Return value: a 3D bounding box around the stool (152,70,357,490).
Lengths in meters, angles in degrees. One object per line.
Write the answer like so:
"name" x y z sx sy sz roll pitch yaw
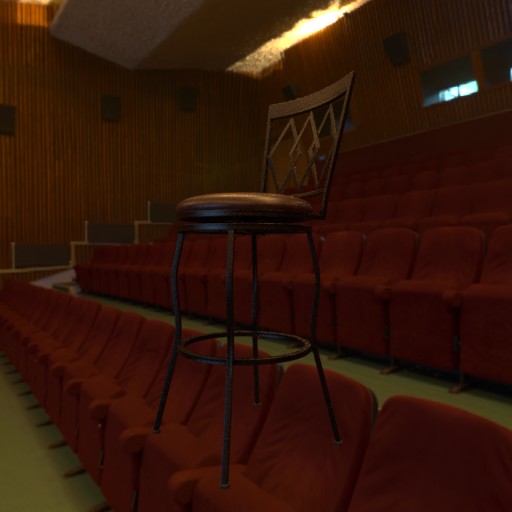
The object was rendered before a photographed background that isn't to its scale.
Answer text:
"stool" 0.000 0.000 1.397 0.521 1.134 0.432 -1 1 -37
